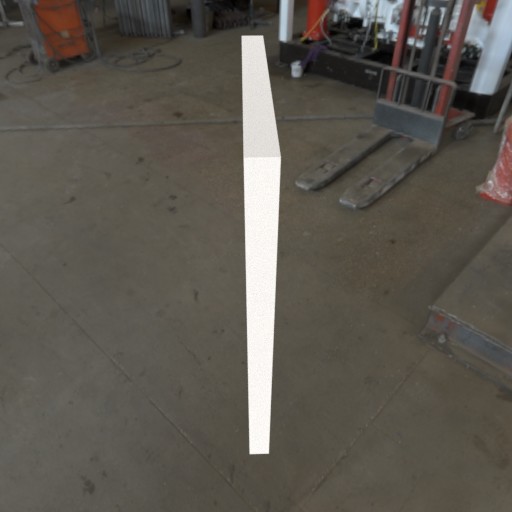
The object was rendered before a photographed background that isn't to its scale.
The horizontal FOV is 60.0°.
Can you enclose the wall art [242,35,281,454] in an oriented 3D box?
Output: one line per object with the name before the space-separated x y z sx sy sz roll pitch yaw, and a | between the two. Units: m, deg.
wall art | 0.000 0.000 0.548 0.025 0.428 0.293 -1 41 -1
